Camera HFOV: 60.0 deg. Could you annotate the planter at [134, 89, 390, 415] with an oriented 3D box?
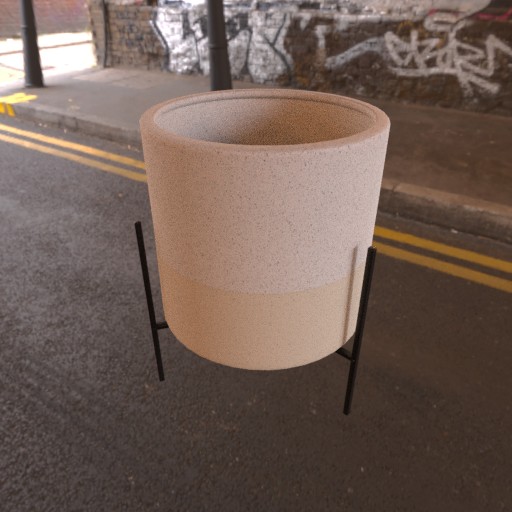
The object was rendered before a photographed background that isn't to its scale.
[{"bbox_3d":[0.000,0.000,0.667,0.335,0.423,0.313,-9,33,-15],"label":"planter"}]
